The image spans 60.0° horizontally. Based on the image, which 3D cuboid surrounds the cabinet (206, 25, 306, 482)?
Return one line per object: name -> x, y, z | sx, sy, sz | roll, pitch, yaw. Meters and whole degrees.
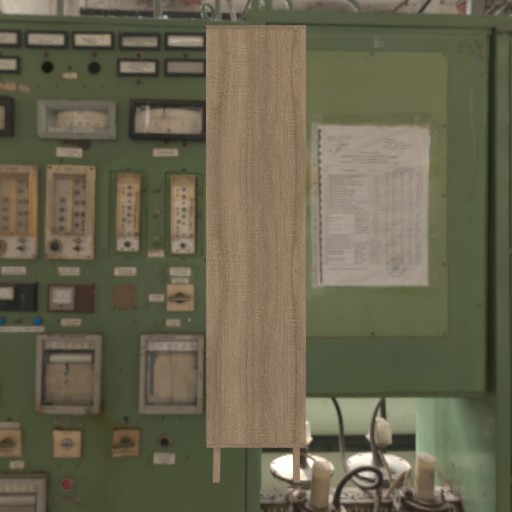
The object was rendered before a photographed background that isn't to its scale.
cabinet -> 0.000, 0.000, 2.064 | 0.400, 1.850, 0.570 | 0, 0, 0
